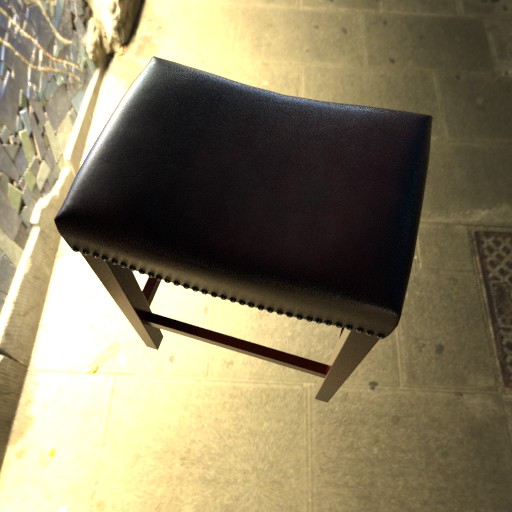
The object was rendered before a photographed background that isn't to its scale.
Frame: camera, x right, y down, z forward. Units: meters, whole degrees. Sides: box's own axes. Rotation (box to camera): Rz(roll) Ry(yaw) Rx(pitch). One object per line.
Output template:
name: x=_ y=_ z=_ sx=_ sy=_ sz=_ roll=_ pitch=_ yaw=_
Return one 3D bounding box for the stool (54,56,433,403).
stool: x=0.000 y=0.000 z=0.934 sx=0.504 sy=0.657 sz=0.372 roll=15 pitch=64 yaw=8
